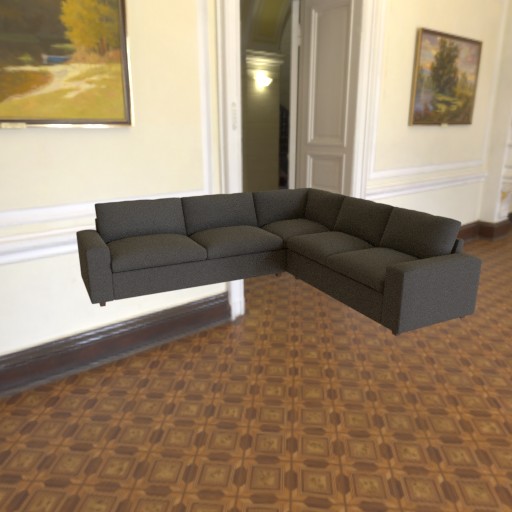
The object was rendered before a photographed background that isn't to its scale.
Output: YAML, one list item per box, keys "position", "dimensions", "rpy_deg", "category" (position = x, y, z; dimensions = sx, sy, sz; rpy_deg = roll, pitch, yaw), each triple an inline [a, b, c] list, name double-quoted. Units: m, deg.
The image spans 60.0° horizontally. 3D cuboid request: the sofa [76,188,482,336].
- position: [0.000, 0.000, 4.694]
  dimensions: [3.277, 0.965, 2.895]
  rpy_deg: [-8, 18, -25]
  category: "sofa"
